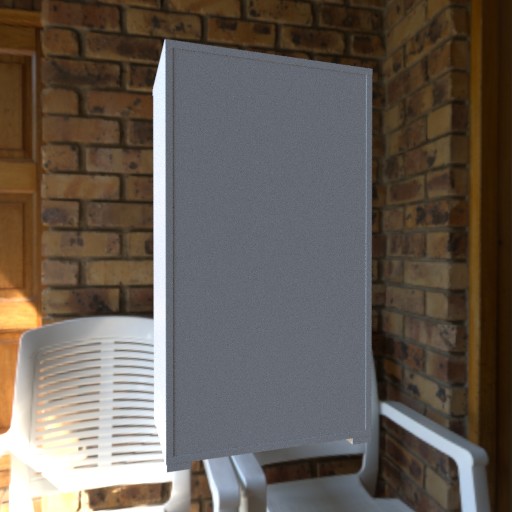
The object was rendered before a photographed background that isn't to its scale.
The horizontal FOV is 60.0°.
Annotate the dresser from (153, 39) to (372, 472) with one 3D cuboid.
[{"bbox_3d":[0.000,0.000,1.505,0.650,1.190,0.400,0,1,-18],"label":"dresser"}]
